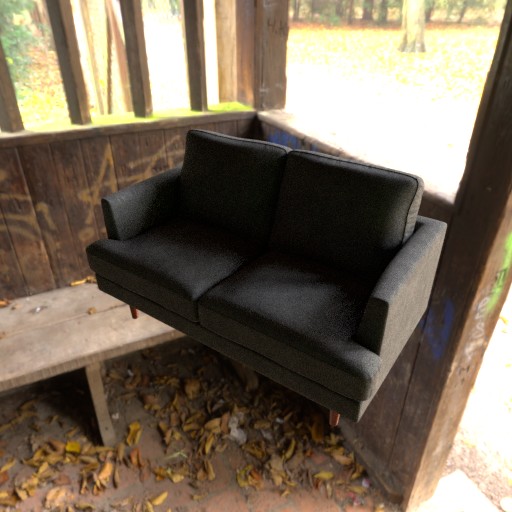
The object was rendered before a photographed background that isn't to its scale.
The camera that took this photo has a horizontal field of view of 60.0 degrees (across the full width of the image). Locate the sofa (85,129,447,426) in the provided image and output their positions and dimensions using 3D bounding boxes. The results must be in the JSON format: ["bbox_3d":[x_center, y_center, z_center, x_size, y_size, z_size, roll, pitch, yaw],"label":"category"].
[{"bbox_3d":[0.000,0.000,2.212,1.582,0.956,0.903,20,37,29],"label":"sofa"}]
